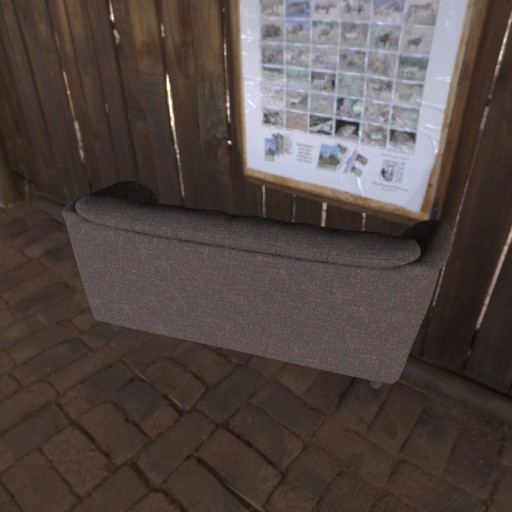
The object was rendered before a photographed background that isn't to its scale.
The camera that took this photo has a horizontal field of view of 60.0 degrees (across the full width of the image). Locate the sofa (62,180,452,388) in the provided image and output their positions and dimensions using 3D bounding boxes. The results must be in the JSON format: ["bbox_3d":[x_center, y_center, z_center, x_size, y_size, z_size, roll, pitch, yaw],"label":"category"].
[{"bbox_3d":[0.000,0.000,2.298,1.849,0.790,0.887,9,34,14],"label":"sofa"}]
